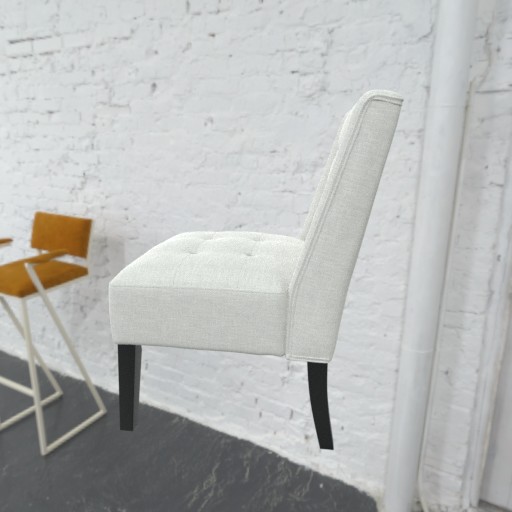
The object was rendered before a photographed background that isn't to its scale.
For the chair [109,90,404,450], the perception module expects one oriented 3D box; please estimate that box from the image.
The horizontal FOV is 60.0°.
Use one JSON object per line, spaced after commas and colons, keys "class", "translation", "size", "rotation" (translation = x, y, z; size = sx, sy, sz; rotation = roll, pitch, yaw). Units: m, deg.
{"class": "chair", "translation": [0.000, 0.000, 1.289], "size": [0.676, 0.853, 0.569], "rotation": [2, 14, 8]}
